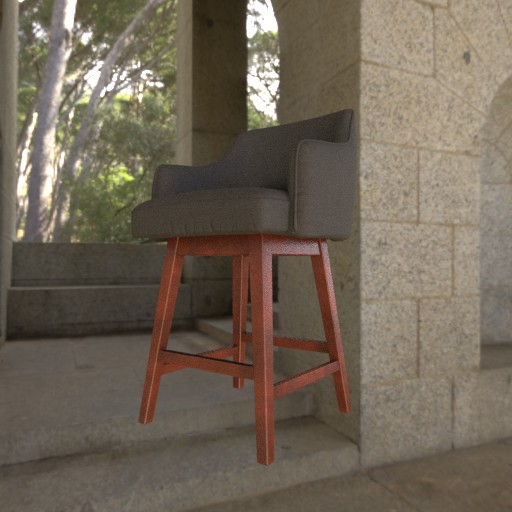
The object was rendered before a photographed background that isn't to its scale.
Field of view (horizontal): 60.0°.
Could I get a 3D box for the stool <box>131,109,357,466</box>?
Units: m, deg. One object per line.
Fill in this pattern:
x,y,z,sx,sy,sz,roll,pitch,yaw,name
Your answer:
0.000,0.000,1.288,0.548,0.912,0.558,0,0,36,stool
